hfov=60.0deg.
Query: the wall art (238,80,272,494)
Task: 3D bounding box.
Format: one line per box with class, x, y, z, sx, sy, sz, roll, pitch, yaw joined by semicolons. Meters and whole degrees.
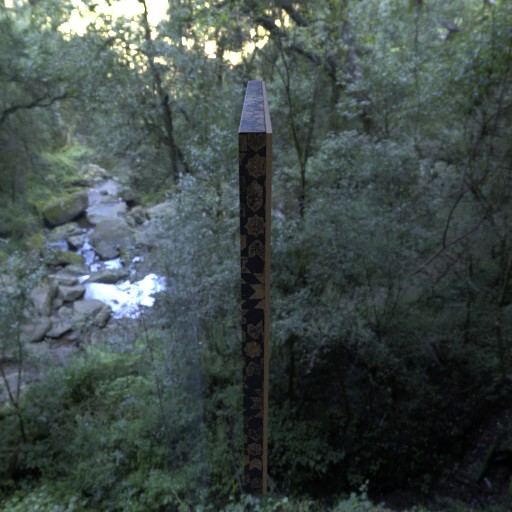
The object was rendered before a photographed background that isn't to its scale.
wall art;0.000;0.000;0.899;0.038;0.612;0.612;0;27;0
